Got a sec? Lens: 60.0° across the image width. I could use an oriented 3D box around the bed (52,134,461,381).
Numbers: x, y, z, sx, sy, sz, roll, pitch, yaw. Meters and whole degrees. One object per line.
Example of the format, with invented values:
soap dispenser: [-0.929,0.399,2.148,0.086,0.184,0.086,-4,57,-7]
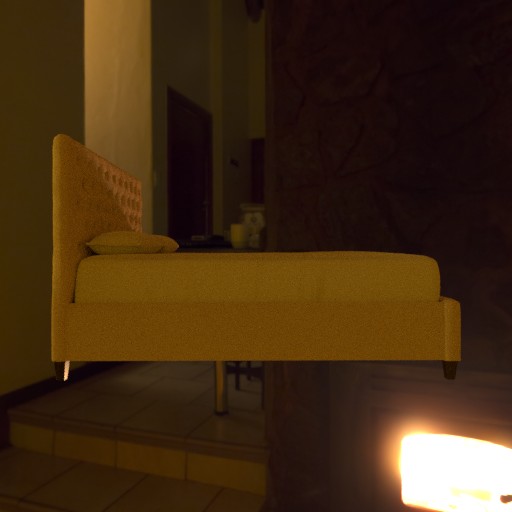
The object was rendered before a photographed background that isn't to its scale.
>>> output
bed: [0.000,0.000,3.392,2.387,1.427,1.698,0,1,0]
